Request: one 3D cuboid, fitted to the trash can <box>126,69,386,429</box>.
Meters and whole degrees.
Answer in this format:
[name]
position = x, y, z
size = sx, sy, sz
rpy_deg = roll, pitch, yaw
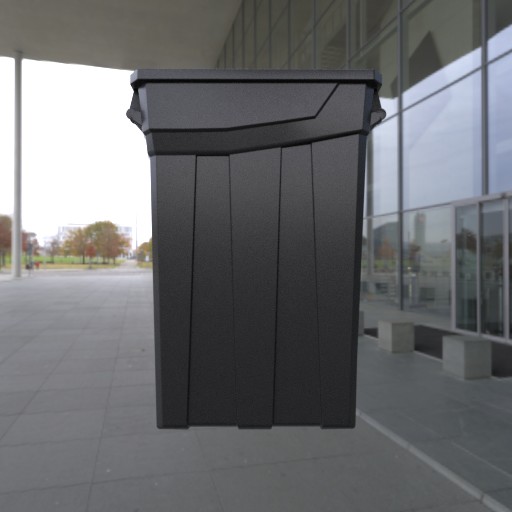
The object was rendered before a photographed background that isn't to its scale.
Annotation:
[trash can]
position = 0.000, 0.000, 1.042
size = 0.559, 0.762, 0.281
rpy_deg = 0, -1, 0
